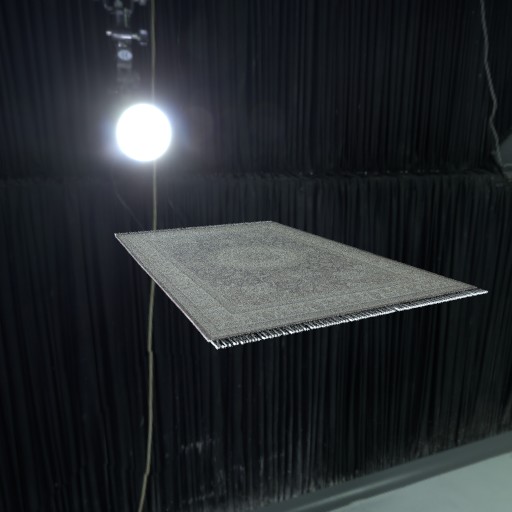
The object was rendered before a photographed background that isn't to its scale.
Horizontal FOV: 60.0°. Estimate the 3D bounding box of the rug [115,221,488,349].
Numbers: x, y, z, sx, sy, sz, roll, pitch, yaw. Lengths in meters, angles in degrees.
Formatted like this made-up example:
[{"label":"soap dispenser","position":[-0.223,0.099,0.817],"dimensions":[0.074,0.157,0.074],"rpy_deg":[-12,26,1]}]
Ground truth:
[{"label":"rug","position":[0.000,0.000,3.047],"dimensions":[1.528,0.010,2.440],"rpy_deg":[-7,16,-25]}]
